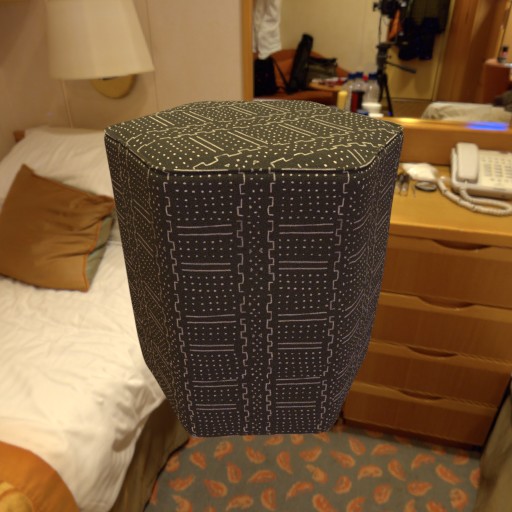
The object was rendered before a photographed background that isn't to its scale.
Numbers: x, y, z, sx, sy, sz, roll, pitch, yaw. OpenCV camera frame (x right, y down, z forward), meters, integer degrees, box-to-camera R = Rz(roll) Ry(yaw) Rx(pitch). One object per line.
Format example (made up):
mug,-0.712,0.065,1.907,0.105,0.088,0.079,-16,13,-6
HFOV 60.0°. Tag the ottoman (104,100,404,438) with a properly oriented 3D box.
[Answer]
ottoman,0.000,0.000,0.839,0.443,0.502,0.494,-17,34,-28
